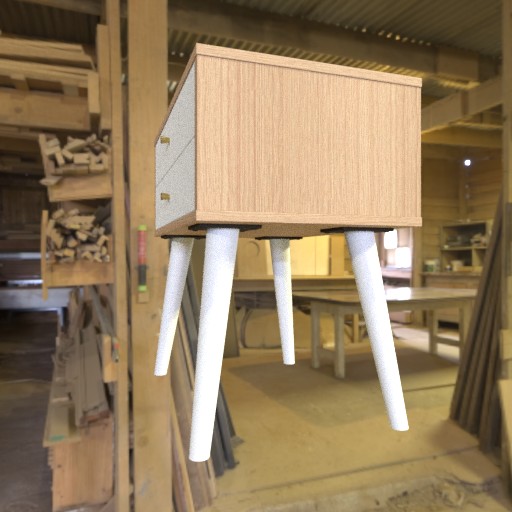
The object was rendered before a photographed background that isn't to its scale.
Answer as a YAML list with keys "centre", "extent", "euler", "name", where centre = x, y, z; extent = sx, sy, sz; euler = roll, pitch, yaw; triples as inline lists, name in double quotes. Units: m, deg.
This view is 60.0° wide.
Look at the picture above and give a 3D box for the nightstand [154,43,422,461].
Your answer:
- centre: [0.000, 0.000, 0.965]
  extent: [0.407, 0.610, 0.571]
  euler: [0, 0, -19]
  name: "nightstand"
